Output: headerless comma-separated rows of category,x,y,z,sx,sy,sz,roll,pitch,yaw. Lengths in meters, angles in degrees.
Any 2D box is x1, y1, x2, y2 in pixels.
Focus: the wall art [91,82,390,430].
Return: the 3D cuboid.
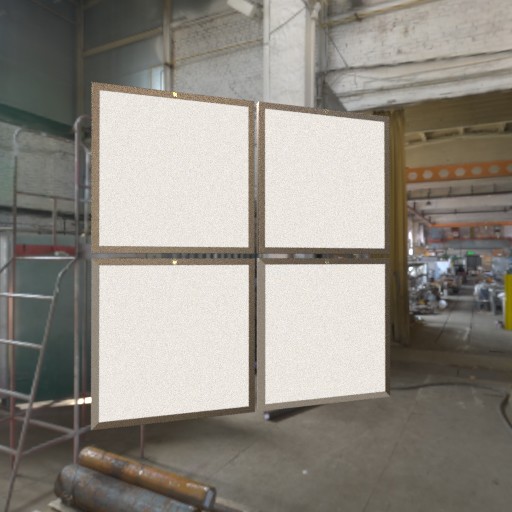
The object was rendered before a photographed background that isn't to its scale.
wall art,0.000,0.000,1.482,1.032,1.032,0.030,0,-1,-18
